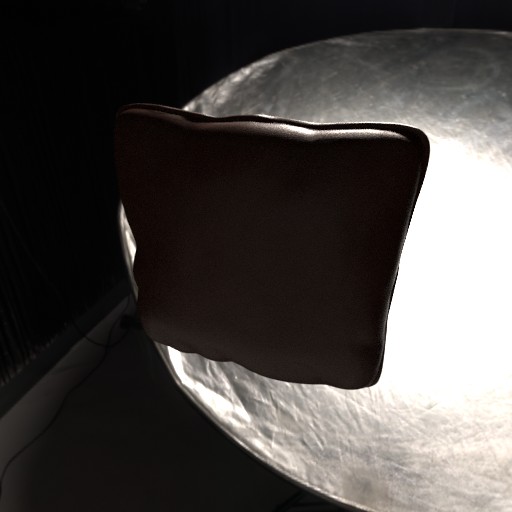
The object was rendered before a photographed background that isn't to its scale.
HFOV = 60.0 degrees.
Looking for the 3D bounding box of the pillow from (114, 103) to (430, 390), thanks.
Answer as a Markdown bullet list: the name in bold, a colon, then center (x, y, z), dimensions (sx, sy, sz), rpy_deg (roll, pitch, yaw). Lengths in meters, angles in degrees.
- **pillow**: center (0.000, 0.000, 0.825), dimensions (0.532, 0.523, 0.236), rpy_deg (10, 32, 16)
